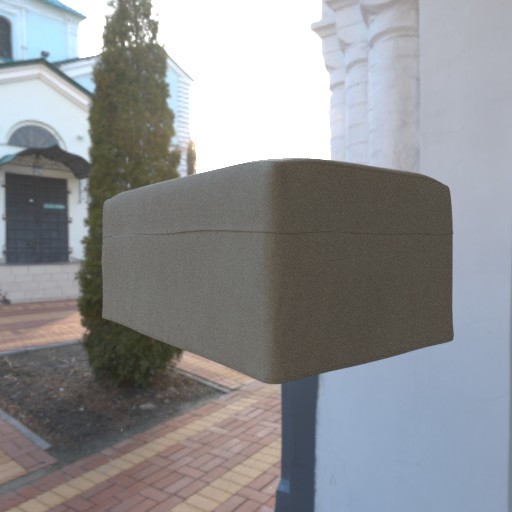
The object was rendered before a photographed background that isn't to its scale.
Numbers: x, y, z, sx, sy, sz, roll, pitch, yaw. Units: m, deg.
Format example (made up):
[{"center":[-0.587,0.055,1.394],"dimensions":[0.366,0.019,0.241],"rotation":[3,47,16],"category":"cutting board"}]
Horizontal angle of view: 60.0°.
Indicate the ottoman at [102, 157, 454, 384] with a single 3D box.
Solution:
[{"center":[0.000,0.000,1.229],"dimensions":[0.590,0.444,0.872],"rotation":[-1,2,-37],"category":"ottoman"}]
